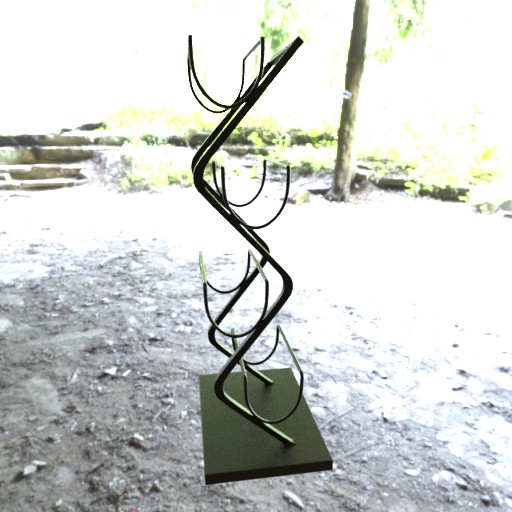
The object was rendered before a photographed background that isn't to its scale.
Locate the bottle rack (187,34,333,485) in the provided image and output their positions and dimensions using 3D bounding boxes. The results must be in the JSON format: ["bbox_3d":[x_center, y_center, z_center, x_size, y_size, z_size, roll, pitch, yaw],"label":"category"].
[{"bbox_3d":[0.000,0.000,0.649,0.178,0.559,0.254,-2,16,-9],"label":"bottle rack"}]
